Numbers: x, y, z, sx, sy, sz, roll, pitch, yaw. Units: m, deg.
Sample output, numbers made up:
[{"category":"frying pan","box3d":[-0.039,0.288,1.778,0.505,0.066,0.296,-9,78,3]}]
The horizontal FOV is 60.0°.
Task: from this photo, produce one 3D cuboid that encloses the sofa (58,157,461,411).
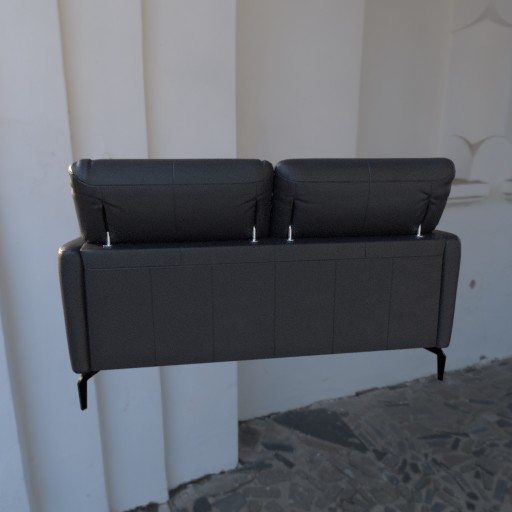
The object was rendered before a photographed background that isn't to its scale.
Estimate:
[{"category":"sofa","box3d":[0.000,0.000,2.094,1.596,0.920,0.958,-2,14,-8]}]
